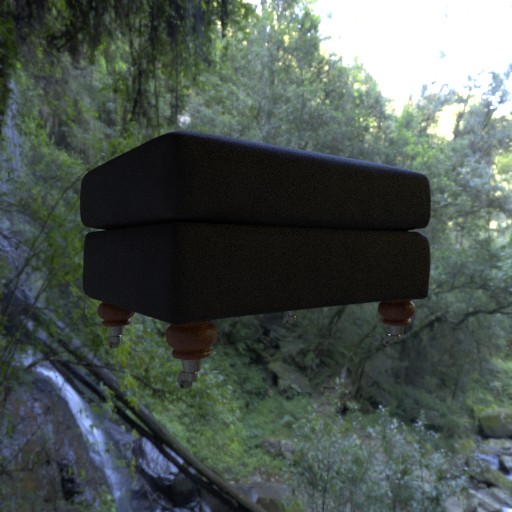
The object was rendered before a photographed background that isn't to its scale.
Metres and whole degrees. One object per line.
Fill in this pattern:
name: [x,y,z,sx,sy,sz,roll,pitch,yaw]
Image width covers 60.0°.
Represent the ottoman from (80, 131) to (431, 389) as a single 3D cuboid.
ottoman: [0.000,0.000,1.165,0.773,0.497,0.574,-1,1,-36]
